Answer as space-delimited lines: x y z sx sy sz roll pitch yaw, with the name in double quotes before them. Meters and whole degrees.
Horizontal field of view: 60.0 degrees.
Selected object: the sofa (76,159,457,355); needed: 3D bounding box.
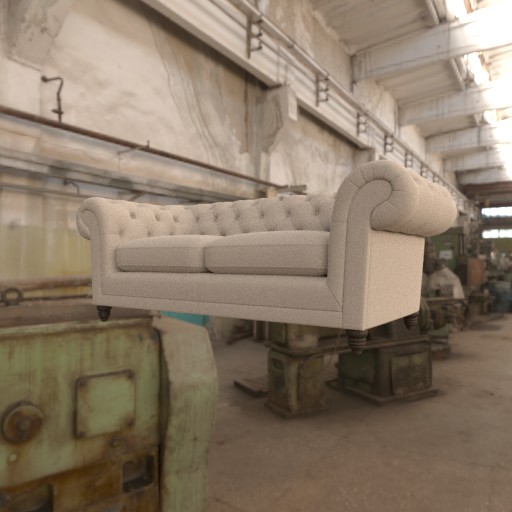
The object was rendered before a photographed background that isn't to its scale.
"sofa" 0.000 0.000 2.498 1.998 0.764 0.986 0 -1 35
